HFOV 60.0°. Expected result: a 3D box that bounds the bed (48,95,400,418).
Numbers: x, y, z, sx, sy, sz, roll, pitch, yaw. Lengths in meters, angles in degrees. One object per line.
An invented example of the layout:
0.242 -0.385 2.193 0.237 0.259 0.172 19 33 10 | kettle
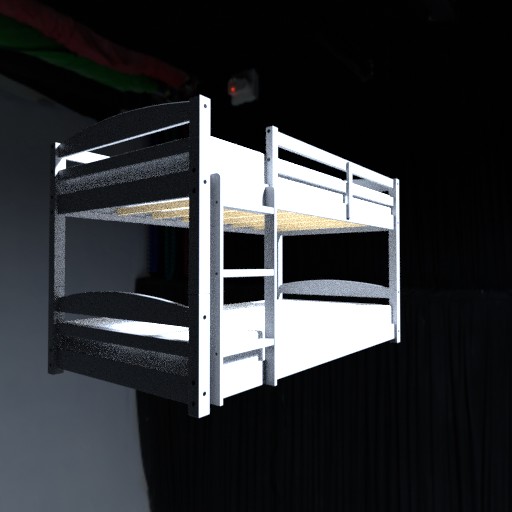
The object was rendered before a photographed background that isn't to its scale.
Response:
0.000 0.000 2.705 1.105 1.206 2.013 -1 -2 38 | bed
